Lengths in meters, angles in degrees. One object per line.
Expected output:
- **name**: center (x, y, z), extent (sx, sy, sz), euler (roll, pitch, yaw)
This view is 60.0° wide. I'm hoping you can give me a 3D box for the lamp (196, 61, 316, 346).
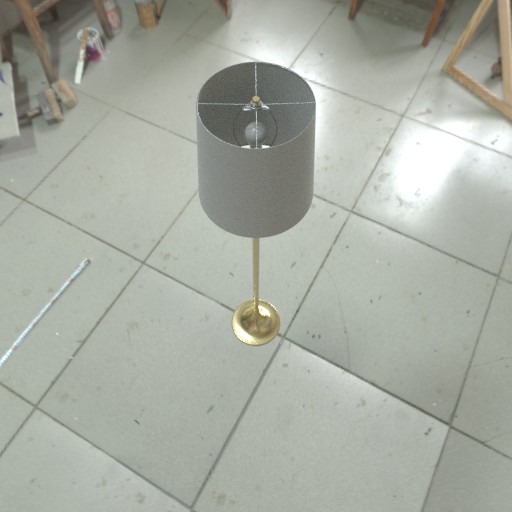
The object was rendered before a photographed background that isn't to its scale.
- **lamp**: center (0.000, 0.000, 1.687), extent (0.337, 1.543, 0.337), euler (0, 63, 0)
